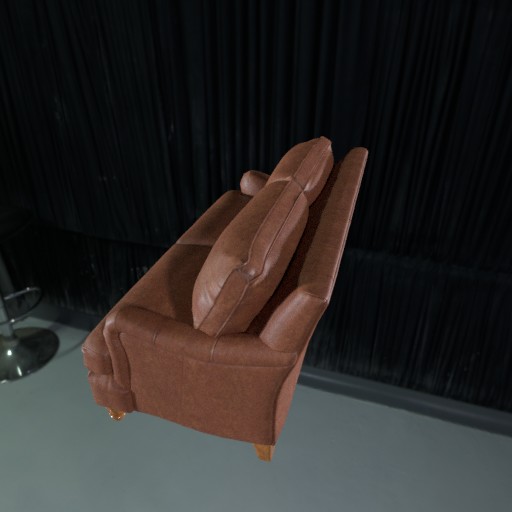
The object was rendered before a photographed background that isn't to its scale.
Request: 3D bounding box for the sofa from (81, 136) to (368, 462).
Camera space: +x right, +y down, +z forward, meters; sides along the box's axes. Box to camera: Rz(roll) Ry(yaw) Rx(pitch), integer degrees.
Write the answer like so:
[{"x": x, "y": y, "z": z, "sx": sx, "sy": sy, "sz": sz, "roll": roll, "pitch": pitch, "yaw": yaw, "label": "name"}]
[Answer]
[{"x": 0.000, "y": 0.000, "z": 2.794, "sx": 1.147, "sy": 1.071, "sz": 2.144, "roll": 8, "pitch": 31, "yaw": 14, "label": "sofa"}]
